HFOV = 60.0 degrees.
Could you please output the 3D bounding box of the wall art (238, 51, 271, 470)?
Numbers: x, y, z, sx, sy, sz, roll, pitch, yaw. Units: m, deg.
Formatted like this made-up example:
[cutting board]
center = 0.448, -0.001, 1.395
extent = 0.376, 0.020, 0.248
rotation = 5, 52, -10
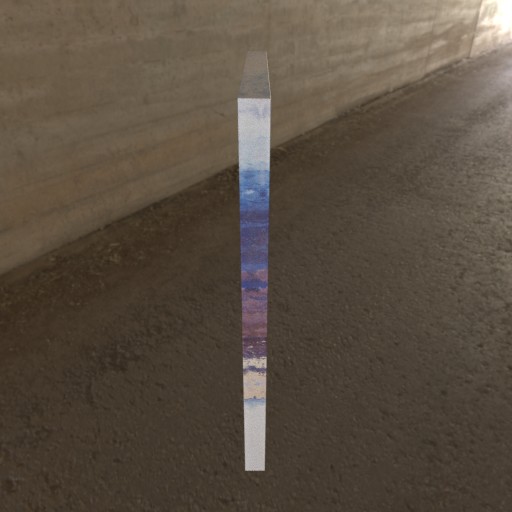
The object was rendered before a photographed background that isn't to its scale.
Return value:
[wall art]
center = 0.000, 0.000, 1.109
extent = 0.048, 0.874, 0.583
rotation = 0, 31, 0
